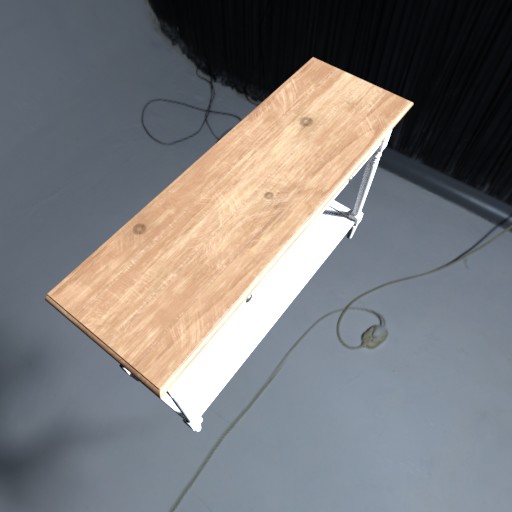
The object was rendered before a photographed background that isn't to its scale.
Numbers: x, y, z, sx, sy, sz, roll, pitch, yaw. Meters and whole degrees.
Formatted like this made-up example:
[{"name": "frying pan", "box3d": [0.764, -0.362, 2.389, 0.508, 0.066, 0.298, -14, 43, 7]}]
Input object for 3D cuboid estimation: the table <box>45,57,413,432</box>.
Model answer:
[{"name": "table", "box3d": [0.000, 0.000, 1.630, 0.399, 0.800, 1.219, 33, 64, 18]}]
